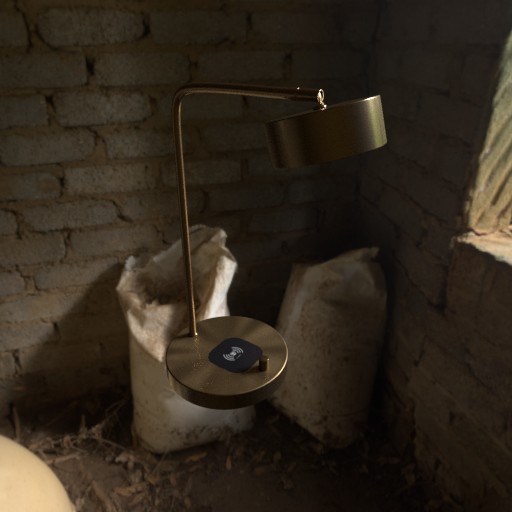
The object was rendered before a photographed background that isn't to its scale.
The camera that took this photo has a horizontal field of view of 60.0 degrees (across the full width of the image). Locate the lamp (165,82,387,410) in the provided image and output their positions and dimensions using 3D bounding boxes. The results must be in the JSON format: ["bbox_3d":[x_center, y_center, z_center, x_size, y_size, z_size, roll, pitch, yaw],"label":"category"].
[{"bbox_3d":[0.000,0.000,0.523,0.270,0.380,0.171,18,32,31],"label":"lamp"}]
